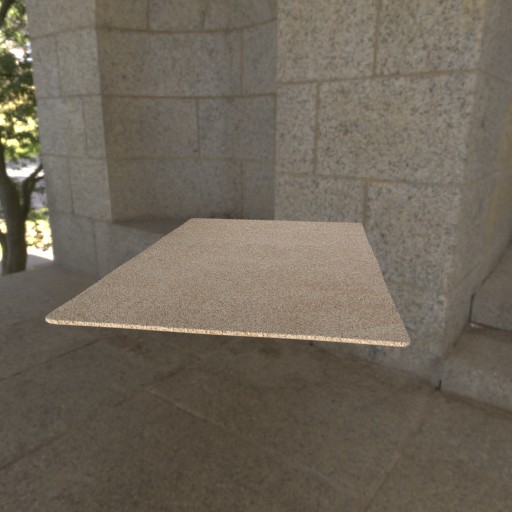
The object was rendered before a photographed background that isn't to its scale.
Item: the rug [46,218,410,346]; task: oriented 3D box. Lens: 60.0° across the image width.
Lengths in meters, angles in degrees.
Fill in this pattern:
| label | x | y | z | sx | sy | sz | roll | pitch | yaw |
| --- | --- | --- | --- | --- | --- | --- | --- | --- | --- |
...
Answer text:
| label | x | y | z | sx | sy | sz | roll | pitch | yaw |
| --- | --- | --- | --- | --- | --- | --- | --- | --- | --- |
| rug | 0.000 | 0.000 | 3.392 | 1.801 | 0.024 | 2.700 | 2 | 16 | 8 |
